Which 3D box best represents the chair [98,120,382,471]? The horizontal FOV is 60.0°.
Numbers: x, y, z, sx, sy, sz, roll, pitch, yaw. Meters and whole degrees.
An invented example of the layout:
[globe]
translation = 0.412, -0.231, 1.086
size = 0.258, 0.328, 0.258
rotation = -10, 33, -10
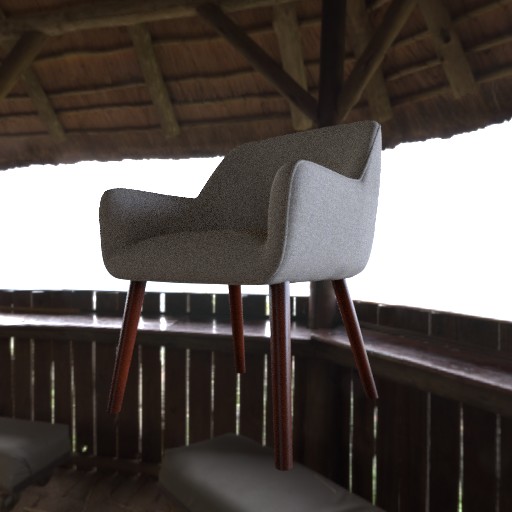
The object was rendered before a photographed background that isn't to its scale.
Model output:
[chair]
translation = 0.000, 0.000, 1.227
size = 0.610, 0.813, 0.610
rotation = 0, 0, 36
